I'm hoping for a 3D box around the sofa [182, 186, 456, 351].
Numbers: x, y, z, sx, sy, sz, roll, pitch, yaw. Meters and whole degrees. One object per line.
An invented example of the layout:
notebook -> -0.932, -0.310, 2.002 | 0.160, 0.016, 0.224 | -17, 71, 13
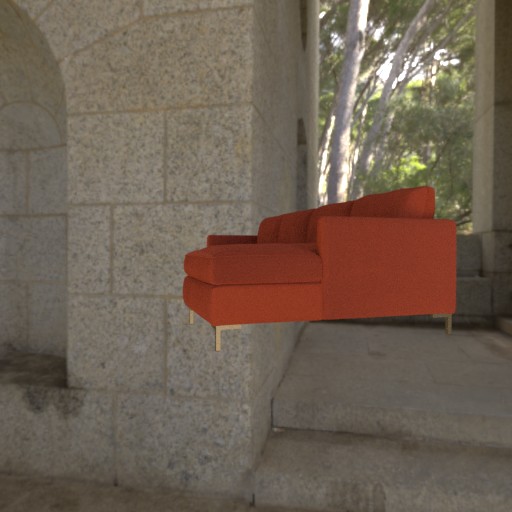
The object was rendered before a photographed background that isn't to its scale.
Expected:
sofa -> 0.000, 0.000, 3.516 | 1.350, 0.810, 2.932 | 0, 1, -17
